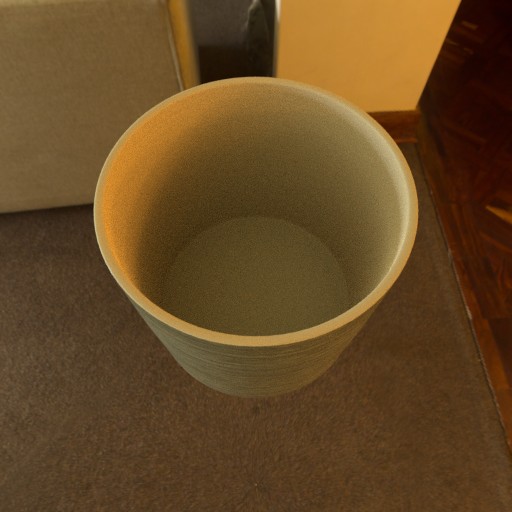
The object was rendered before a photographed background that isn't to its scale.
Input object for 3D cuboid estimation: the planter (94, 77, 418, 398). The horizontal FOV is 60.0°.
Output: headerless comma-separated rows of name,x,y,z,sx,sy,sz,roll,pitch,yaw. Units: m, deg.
planter,0.000,0.000,0.395,0.221,0.201,0.221,0,63,0
